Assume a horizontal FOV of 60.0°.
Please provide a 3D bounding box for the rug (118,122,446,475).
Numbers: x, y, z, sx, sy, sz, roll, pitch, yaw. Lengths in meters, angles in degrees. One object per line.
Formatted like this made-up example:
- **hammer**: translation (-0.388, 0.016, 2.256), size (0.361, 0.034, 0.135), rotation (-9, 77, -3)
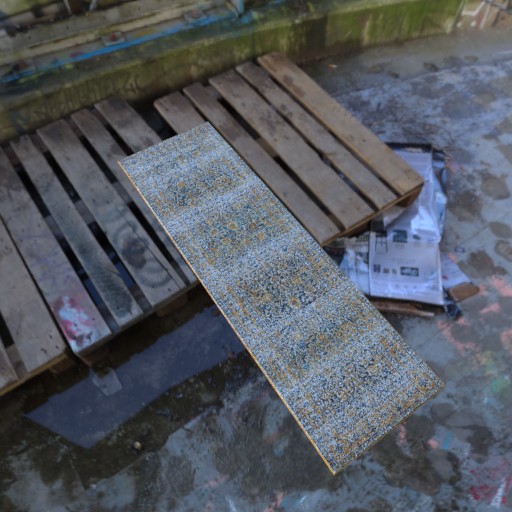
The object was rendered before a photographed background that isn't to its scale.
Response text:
- **rug**: translation (0.000, 0.000, 2.571), size (0.704, 0.014, 2.294), rotation (-30, 62, -17)
